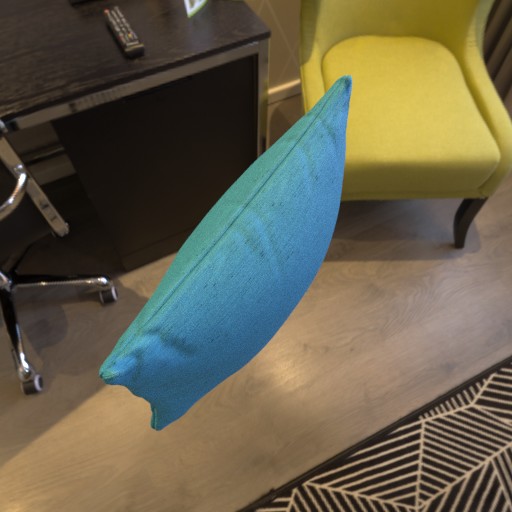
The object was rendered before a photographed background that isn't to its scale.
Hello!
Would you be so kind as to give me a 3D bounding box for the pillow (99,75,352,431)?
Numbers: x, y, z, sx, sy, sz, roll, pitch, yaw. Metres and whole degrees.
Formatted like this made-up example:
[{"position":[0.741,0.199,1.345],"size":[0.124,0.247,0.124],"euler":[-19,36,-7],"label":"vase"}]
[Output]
[{"position":[0.000,0.000,0.776],"size":[0.210,0.338,0.633],"euler":[29,63,16],"label":"pillow"}]
